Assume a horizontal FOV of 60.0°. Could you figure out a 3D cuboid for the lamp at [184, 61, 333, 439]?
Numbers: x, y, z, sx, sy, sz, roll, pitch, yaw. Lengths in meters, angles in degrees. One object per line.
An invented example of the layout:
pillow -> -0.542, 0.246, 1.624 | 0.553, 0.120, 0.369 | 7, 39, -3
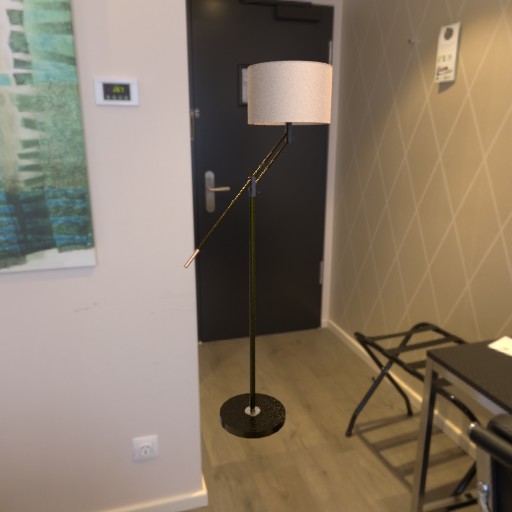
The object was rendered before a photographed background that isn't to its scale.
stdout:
lamp -> 0.000, 0.000, 2.000 | 0.373, 1.635, 0.809 | 13, 20, 41
